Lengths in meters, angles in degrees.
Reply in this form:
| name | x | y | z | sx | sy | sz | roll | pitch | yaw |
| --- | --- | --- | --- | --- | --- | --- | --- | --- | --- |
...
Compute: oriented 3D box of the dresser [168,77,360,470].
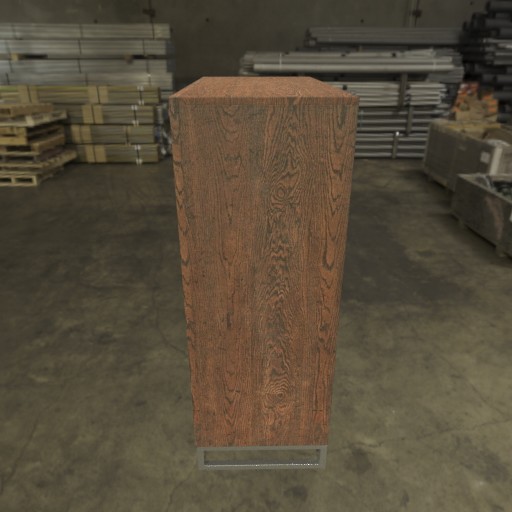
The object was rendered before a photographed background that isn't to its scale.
| name | x | y | z | sx | sy | sz | roll | pitch | yaw |
| --- | --- | --- | --- | --- | --- | --- | --- | --- | --- |
| dresser | 0.000 | 0.000 | 1.822 | 0.508 | 1.321 | 0.965 | 0 | 25 | -1 |
